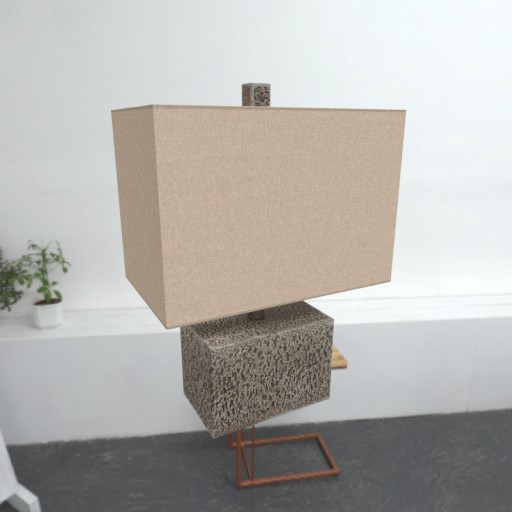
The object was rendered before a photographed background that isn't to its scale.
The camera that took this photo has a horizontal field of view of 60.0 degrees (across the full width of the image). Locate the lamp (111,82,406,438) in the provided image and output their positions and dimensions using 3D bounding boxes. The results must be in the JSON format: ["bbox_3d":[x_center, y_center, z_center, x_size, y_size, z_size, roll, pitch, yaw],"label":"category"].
[{"bbox_3d":[0.000,0.000,0.566,0.294,0.411,0.180,-9,19,-27],"label":"lamp"}]
